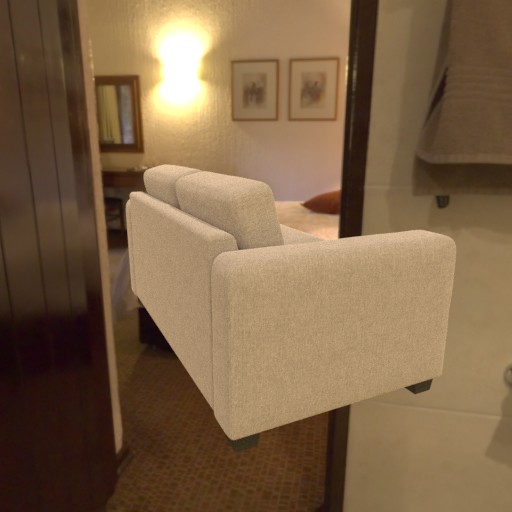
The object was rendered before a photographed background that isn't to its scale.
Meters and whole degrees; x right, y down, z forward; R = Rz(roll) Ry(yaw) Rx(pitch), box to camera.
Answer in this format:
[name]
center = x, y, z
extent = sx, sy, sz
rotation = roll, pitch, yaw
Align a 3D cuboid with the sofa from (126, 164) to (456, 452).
[sofa]
center = 0.000, 0.000, 2.049
extent = 0.900, 0.800, 1.540
rotation = -7, 16, -25
